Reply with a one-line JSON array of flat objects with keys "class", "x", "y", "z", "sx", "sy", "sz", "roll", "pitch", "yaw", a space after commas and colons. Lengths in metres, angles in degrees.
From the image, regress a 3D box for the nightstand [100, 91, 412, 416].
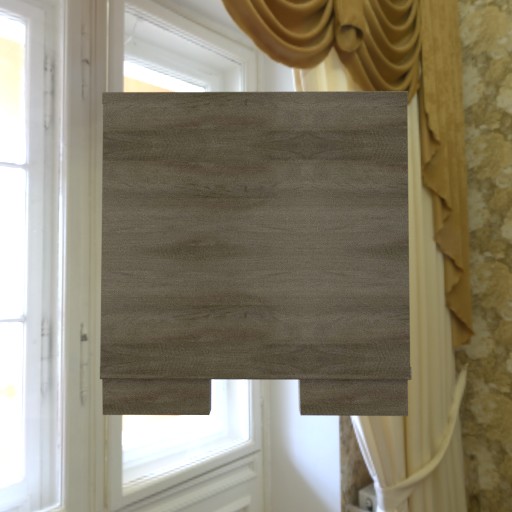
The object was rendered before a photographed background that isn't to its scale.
[{"class": "nightstand", "x": 0.000, "y": 0.000, "z": 0.781, "sx": 0.427, "sy": 0.448, "sz": 0.347, "roll": 0, "pitch": -2, "yaw": 0}]
